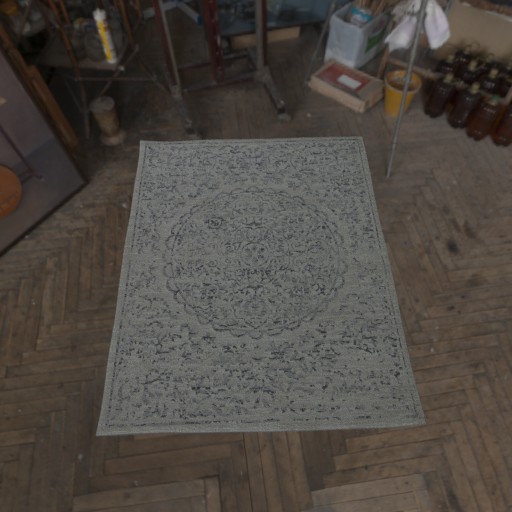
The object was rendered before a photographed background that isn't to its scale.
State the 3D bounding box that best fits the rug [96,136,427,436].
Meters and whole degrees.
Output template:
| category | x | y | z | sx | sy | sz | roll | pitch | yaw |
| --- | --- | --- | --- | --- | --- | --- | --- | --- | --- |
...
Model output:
| category | x | y | z | sx | sy | sz | roll | pitch | yaw |
| --- | --- | --- | --- | --- | --- | --- | --- | --- | --- |
| rug | 0.000 | 0.000 | 3.901 | 2.343 | 0.026 | 2.925 | -1 | 58 | -1 |
